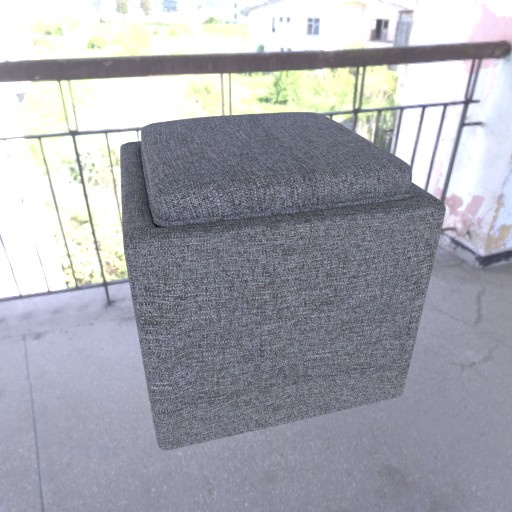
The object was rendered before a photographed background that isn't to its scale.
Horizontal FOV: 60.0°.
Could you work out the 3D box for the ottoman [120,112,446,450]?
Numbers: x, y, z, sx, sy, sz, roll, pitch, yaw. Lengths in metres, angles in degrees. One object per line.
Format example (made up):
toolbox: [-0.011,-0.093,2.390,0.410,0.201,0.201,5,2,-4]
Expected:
ottoman: [0.000,0.000,0.843,0.450,0.460,0.450,-8,31,-13]
